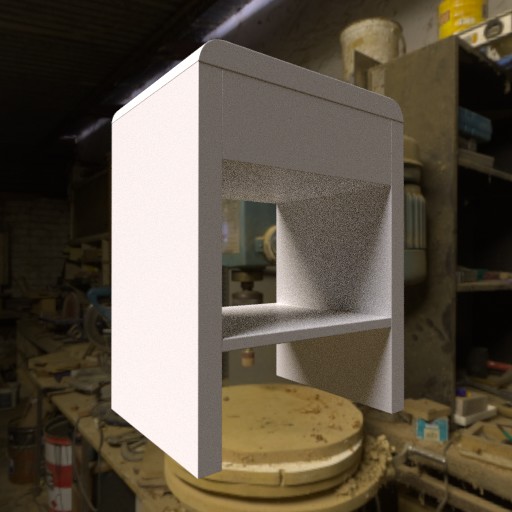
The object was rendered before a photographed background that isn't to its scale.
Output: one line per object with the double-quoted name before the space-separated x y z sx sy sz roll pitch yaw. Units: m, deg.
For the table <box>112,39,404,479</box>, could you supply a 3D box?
"table" 0.000 0.000 0.858 0.450 0.590 0.350 0 0 -37
